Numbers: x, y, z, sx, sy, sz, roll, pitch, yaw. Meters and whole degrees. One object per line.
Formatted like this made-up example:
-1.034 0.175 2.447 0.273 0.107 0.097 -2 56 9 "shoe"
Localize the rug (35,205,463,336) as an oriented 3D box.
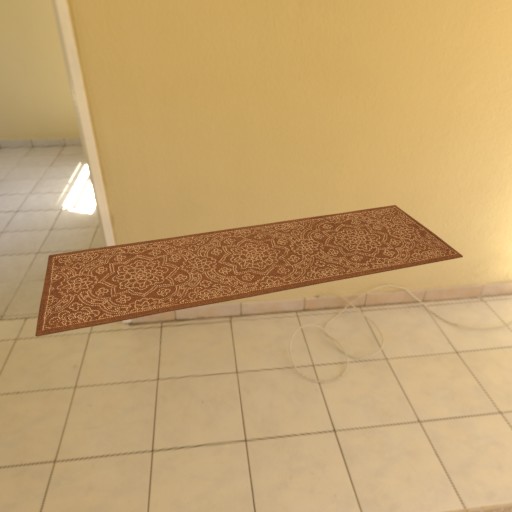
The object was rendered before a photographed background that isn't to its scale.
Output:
0.000 0.000 2.734 2.448 0.012 0.769 -9 33 -14 "rug"
